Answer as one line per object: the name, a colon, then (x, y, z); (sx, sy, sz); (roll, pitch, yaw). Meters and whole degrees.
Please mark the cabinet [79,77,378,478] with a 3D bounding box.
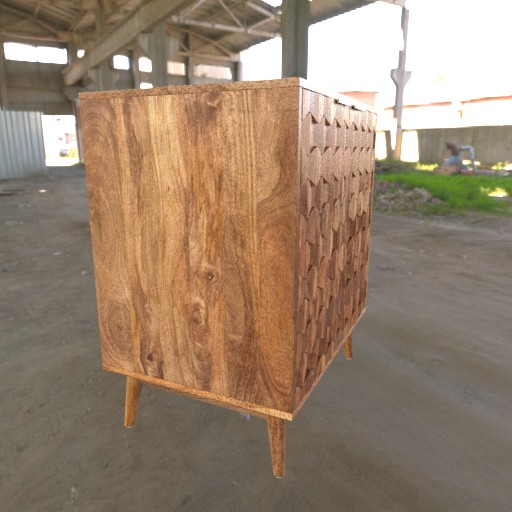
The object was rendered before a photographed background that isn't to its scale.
cabinet: (0.000, 0.000, 1.153); (0.473, 0.758, 0.647); (6, 15, 25)
